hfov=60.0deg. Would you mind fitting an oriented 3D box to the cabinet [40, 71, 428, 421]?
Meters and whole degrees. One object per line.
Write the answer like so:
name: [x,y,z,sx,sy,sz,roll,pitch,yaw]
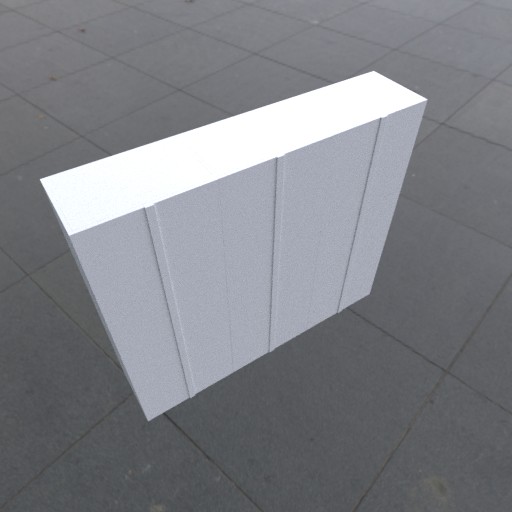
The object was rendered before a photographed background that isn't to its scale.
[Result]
cabinet: [0.000,0.000,3.847,2.700,2.370,0.590,-25,52,-22]
